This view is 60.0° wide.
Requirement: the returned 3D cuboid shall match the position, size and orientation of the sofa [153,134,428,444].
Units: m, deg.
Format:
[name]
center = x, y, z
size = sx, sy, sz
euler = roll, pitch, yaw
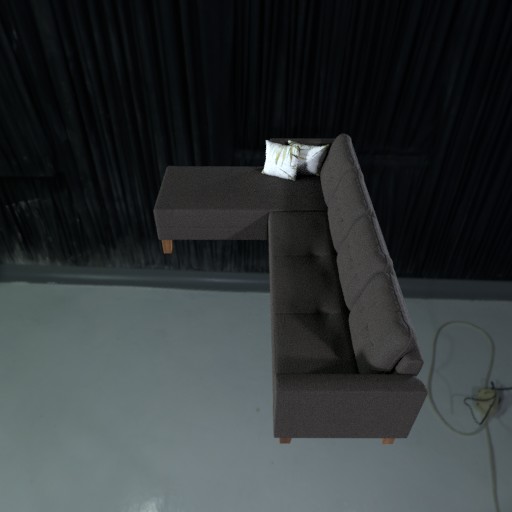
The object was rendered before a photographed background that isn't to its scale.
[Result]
[sofa]
center = 0.000, 0.000, 3.473
size = 1.829, 0.932, 2.679
euler = 0, 41, 0
